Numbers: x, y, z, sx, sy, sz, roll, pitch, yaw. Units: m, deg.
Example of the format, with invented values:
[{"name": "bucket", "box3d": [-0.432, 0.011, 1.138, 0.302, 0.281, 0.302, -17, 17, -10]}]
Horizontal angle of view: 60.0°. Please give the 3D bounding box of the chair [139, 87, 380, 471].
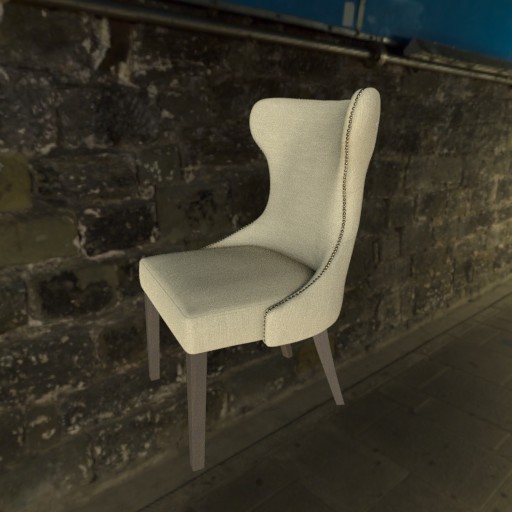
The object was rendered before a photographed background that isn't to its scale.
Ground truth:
[{"name": "chair", "box3d": [0.000, 0.000, 1.379, 0.635, 0.967, 0.628, -8, 18, -25]}]
